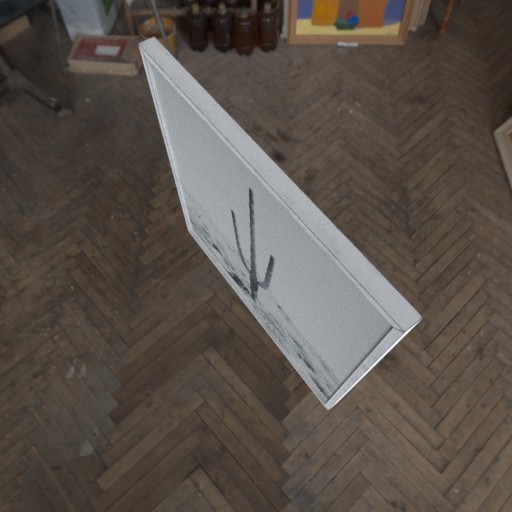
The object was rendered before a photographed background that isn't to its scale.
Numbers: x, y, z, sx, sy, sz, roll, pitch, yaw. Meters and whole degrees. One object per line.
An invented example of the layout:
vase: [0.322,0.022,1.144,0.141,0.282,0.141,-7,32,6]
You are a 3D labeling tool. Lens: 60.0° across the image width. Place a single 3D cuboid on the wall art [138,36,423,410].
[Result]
wall art: [0.000,0.000,1.114,0.038,0.762,0.762,-33,68,-16]
